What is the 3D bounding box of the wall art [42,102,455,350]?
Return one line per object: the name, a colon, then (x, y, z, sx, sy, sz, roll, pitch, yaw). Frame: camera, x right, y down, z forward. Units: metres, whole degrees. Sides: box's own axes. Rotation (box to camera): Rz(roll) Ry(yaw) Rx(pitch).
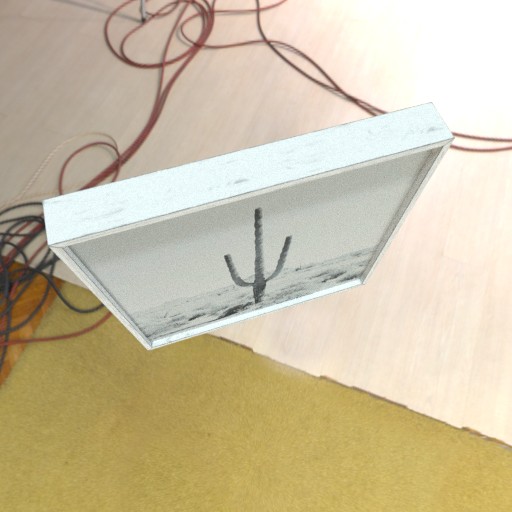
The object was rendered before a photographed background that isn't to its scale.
wall art: (0.000, 0.000, 0.462, 0.305, 0.305, 0.038, -16, 66, -7)
